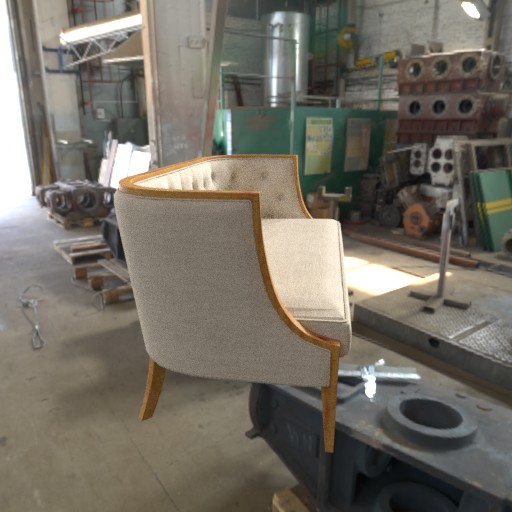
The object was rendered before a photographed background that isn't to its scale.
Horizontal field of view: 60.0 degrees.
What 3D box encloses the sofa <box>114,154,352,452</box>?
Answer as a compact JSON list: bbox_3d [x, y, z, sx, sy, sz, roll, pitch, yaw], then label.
[{"bbox_3d":[0.000,0.000,1.951,0.770,0.775,1.474,3,17,9],"label":"sofa"}]
